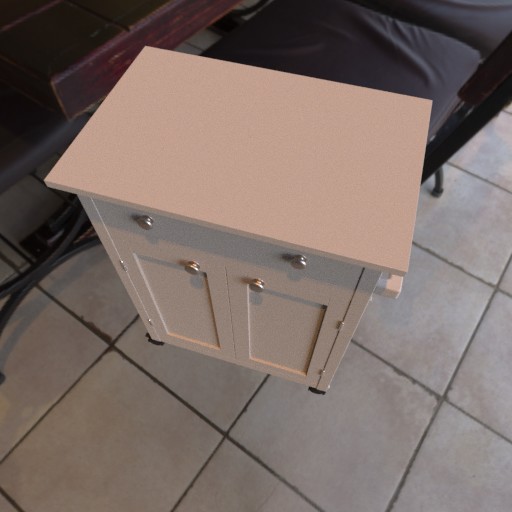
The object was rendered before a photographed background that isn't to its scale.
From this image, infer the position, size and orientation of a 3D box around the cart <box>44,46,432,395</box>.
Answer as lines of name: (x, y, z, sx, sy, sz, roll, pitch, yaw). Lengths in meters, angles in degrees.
cart: (0.000, 0.000, 1.241, 0.683, 0.864, 0.442, 15, 59, 9)
